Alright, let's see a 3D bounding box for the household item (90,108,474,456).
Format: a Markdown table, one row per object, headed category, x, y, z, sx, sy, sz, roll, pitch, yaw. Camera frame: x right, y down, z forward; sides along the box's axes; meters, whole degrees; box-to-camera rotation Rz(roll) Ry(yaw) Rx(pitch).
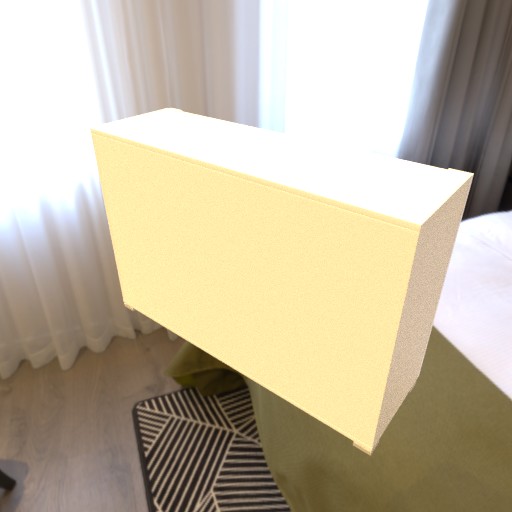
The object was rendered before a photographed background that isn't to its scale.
| category | x | y | z | sx | sy | sz | roll | pitch | yaw |
| --- | --- | --- | --- | --- | --- | --- | --- | --- | --- |
| household item | 0.000 | 0.000 | 1.731 | 1.300 | 0.867 | 0.420 | 22 | 38 | 32 |
